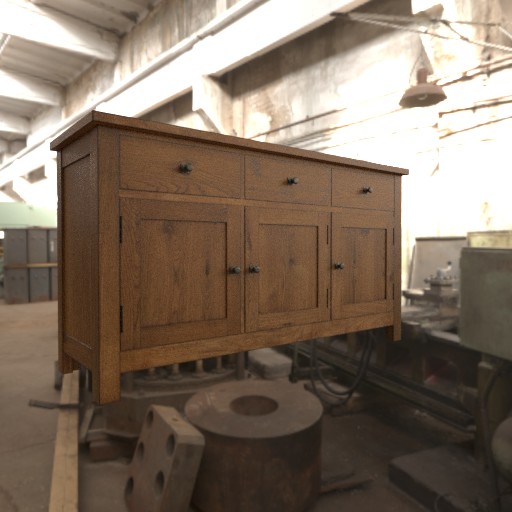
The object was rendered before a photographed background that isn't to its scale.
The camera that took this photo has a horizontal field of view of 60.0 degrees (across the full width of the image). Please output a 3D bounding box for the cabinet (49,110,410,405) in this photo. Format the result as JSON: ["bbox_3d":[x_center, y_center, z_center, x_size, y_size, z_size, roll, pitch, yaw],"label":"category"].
[{"bbox_3d":[0.000,0.000,1.835,1.474,0.813,0.480,-1,1,-38],"label":"cabinet"}]
